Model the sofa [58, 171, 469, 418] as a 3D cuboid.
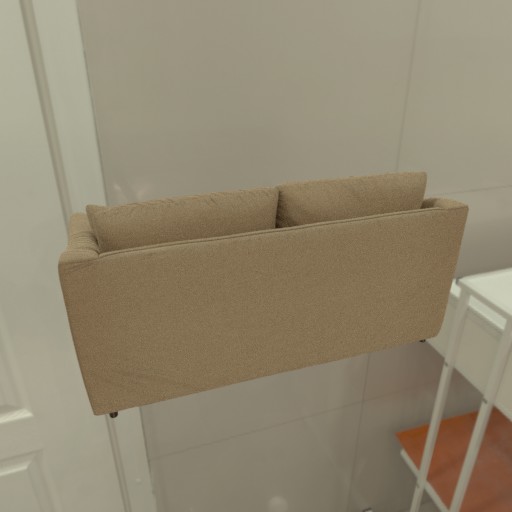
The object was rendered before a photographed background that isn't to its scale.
[{"bbox_3d":[0.000,0.000,2.590,2.010,1.018,1.072,-9,27,-17],"label":"sofa"}]
